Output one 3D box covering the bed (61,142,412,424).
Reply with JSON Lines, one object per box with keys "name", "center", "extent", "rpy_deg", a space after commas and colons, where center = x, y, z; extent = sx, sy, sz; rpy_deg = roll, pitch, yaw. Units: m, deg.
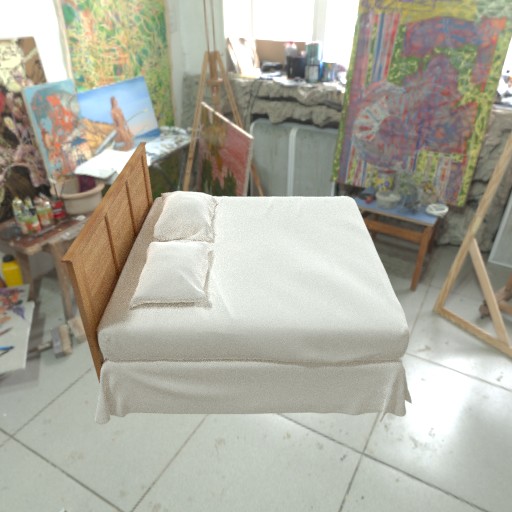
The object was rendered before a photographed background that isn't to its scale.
{"name": "bed", "center": [0.000, 0.000, 3.655], "extent": [2.215, 1.270, 2.317], "rpy_deg": [0, 33, 0]}
